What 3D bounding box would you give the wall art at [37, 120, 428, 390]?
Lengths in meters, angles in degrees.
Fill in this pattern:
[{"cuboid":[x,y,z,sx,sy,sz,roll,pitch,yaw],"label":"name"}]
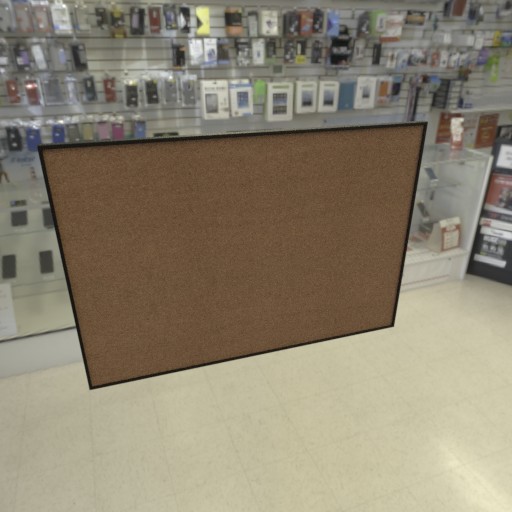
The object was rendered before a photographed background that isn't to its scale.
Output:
[{"cuboid":[0.000,0.000,1.201,0.957,0.660,0.019,-8,27,-16],"label":"wall art"}]
